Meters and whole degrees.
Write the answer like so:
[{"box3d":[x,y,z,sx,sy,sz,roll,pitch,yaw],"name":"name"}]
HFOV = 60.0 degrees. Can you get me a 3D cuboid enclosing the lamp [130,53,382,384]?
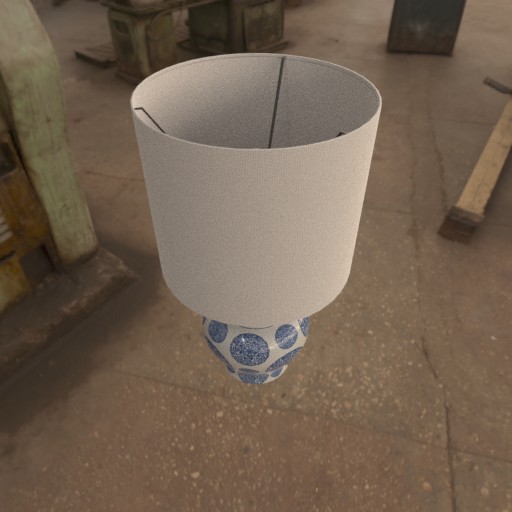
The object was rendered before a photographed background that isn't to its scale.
[{"box3d":[0.000,0.000,0.512,0.215,0.381,0.215,11,42,12],"name":"lamp"}]
